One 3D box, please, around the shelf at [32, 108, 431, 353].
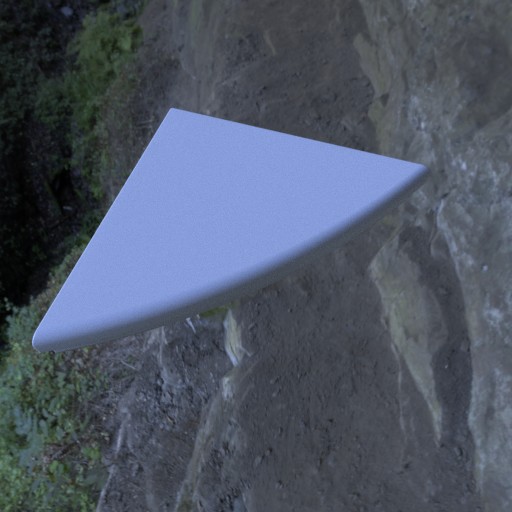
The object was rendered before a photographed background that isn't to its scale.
[{"bbox_3d":[0.000,0.000,0.451,0.310,0.050,0.310,15,60,9],"label":"shelf"}]
